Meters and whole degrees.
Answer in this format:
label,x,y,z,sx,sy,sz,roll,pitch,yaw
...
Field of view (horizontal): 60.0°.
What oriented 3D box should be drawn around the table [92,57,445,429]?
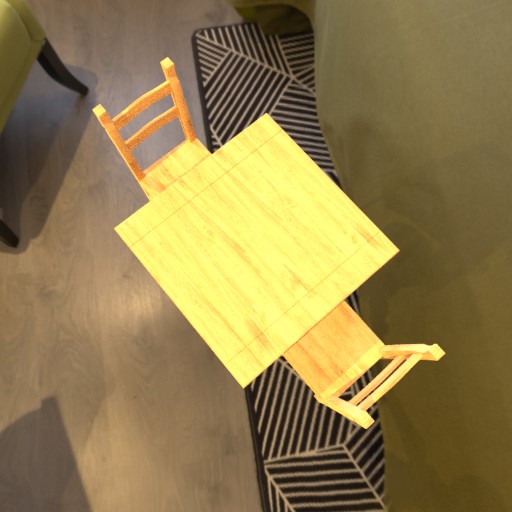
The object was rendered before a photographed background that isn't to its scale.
label,x,y,z,sx,sy,sz,roll,pitch,yaw
table,0.000,0.000,2.031,0.813,0.942,1.501,-39,79,-9
